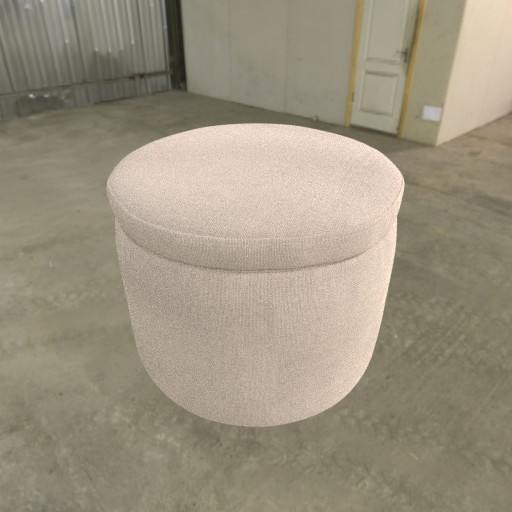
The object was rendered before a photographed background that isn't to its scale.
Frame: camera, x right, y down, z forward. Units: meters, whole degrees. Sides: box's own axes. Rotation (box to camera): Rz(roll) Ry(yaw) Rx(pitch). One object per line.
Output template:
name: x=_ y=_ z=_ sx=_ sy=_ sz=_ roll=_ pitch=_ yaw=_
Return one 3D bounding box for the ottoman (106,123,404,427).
ottoman: x=0.000 y=0.000 z=0.848 sx=0.497 sy=0.409 sz=0.497 roll=0 pitch=32 yaw=0
